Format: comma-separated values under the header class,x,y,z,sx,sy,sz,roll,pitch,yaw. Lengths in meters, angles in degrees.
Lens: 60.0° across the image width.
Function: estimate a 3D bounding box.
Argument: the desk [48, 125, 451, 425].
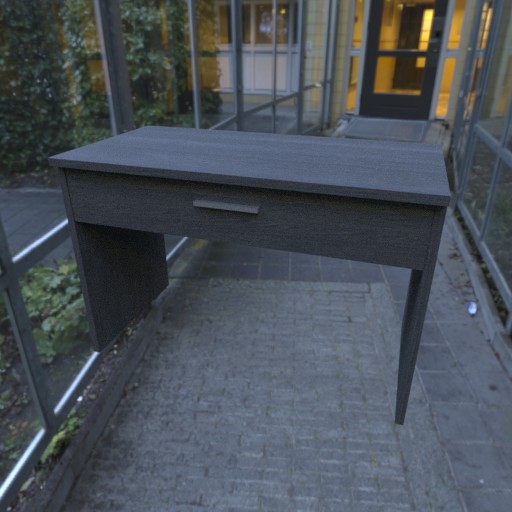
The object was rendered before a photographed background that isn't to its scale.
class,x,y,z,sx,sy,sz,roll,pitch,yaw
desk,0.000,0.000,1.538,1.099,0.729,0.557,8,28,17
